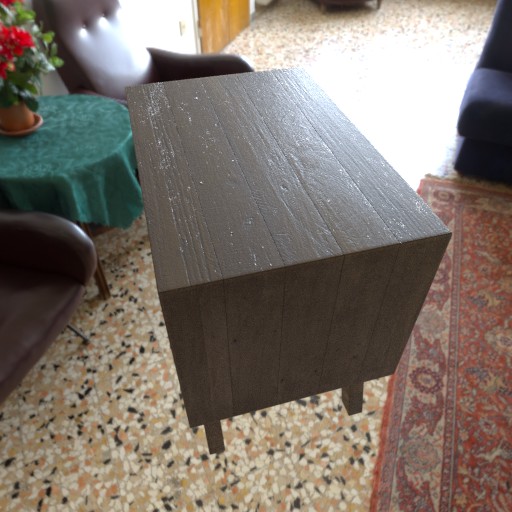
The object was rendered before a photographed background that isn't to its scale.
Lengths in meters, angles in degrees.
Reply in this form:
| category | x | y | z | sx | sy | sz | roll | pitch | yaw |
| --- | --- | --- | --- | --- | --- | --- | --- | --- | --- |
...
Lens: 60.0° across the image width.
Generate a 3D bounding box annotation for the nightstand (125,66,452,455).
| category | x | y | z | sx | sy | sz | roll | pitch | yaw |
| --- | --- | --- | --- | --- | --- | --- | --- | --- | --- |
| nightstand | 0.000 | 0.000 | 1.051 | 0.450 | 0.599 | 0.650 | -11 | 46 | -11 |
